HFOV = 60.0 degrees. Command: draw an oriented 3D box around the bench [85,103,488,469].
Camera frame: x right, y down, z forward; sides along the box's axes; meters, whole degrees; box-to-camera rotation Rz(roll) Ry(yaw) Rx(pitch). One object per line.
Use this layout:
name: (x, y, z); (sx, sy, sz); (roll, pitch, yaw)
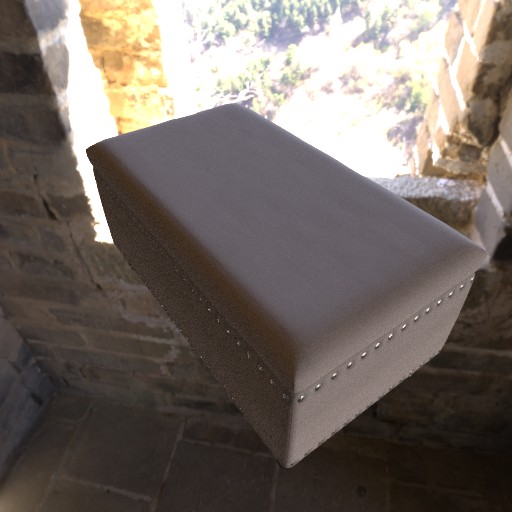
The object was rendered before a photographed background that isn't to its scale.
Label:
bench: (0.000, 0.000, 1.159); (0.500, 0.449, 0.887); (-26, 48, -26)
